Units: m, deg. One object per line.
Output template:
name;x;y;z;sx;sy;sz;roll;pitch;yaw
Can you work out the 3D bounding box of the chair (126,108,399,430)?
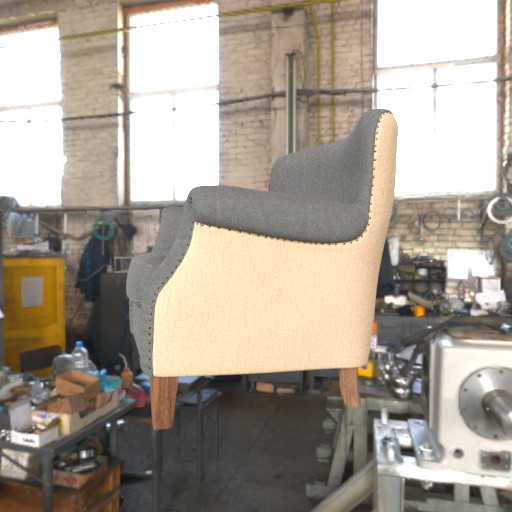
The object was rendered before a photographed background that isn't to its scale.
chair;0.000;0.000;1.640;0.921;0.936;0.861;0;1;-18
